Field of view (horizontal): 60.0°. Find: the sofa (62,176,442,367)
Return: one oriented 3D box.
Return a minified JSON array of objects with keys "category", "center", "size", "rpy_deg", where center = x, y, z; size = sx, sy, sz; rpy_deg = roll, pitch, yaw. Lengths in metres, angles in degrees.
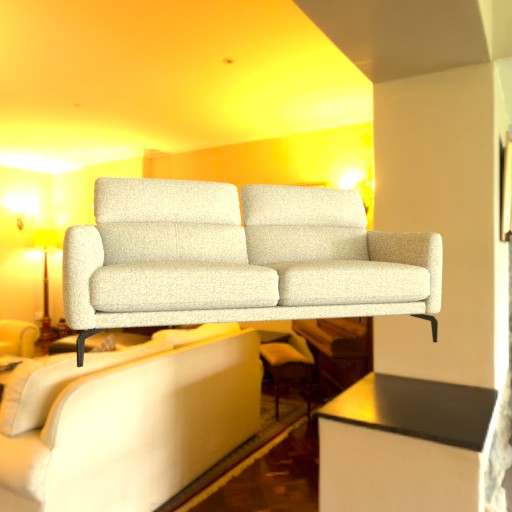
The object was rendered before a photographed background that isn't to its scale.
[{"category":"sofa","center":[0.000,0.000,2.556],"size":[2.015,0.956,0.856],"rpy_deg":[0,0,-17]}]
